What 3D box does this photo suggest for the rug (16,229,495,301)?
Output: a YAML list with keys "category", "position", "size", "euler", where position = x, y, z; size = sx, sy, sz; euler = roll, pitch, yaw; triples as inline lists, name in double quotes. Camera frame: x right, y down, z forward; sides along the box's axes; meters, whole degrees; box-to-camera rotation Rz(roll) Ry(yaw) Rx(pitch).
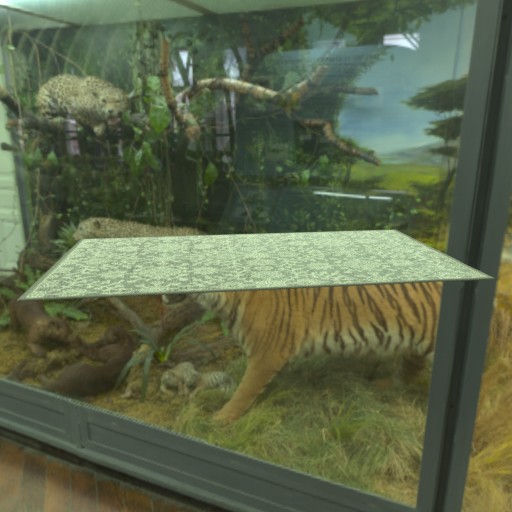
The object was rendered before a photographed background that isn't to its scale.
- category: "rug"
  position: [0.000, 0.000, 3.534]
  size: [3.048, 0.011, 1.546]
  euler: [-2, 16, -7]
